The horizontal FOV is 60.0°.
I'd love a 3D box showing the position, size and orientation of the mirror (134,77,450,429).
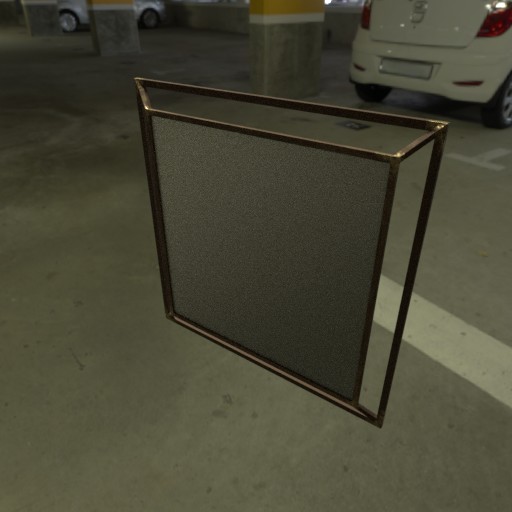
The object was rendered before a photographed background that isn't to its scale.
[{"bbox_3d":[0.000,0.000,0.886,0.610,0.610,0.032,20,36,30],"label":"mirror"}]
